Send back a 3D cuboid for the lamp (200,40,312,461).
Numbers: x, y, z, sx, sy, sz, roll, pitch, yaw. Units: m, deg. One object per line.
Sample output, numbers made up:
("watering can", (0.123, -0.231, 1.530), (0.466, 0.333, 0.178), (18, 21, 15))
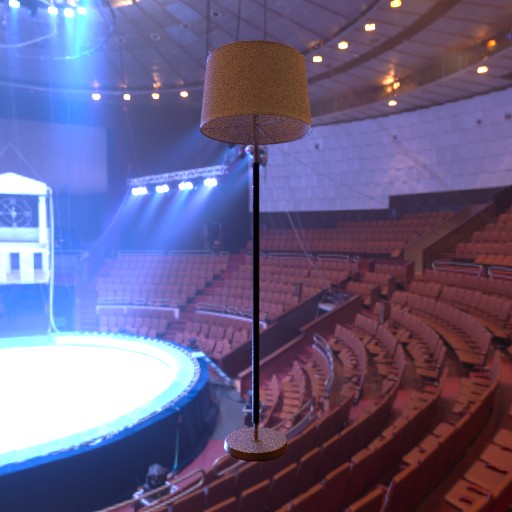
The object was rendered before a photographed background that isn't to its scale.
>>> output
("lamp", (0.000, 0.000, 1.673), (0.420, 1.447, 0.420), (0, 0, 0))
